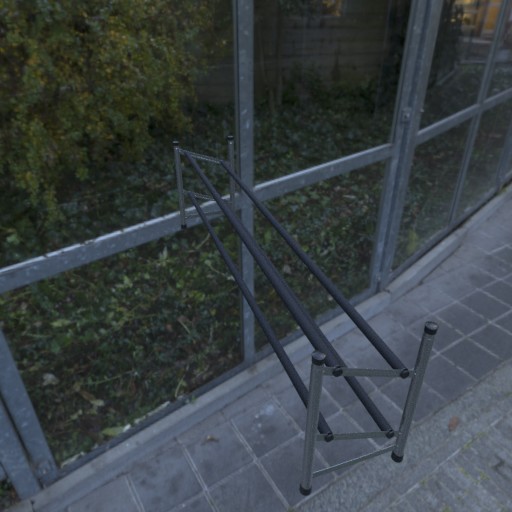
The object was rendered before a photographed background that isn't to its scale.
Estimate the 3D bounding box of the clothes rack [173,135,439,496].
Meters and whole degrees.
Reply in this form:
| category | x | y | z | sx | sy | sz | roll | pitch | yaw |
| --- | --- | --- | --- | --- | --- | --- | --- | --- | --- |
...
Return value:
| category | x | y | z | sx | sy | sz | roll | pitch | yaw |
| --- | --- | --- | --- | --- | --- | --- | --- | --- | --- |
| clothes rack | 0.000 | 0.000 | 1.246 | 0.229 | 0.349 | 1.168 | -10 | 33 | -17 |
